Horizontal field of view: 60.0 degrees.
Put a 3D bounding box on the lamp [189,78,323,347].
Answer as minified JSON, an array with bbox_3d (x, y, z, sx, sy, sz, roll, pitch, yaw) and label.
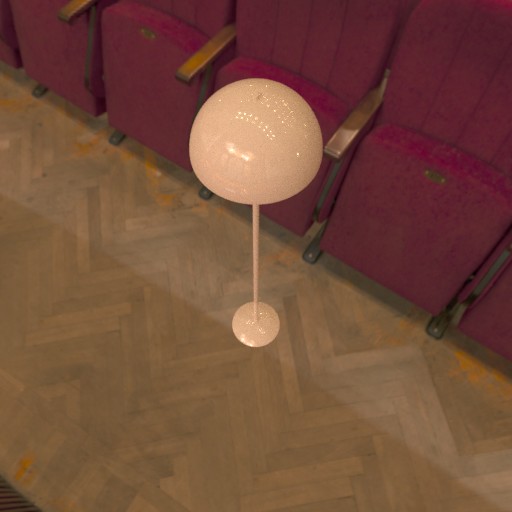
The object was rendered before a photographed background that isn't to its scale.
[{"bbox_3d":[0.000,0.000,1.601,0.328,1.480,0.328,32,67,16],"label":"lamp"}]
